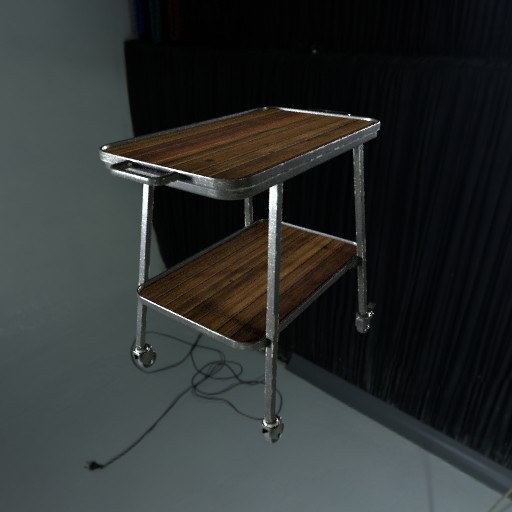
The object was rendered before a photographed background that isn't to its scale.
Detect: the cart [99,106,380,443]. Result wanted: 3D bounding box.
[{"bbox_3d":[0.000,0.000,1.271,0.515,0.700,0.806,19,33,31],"label":"cart"}]
